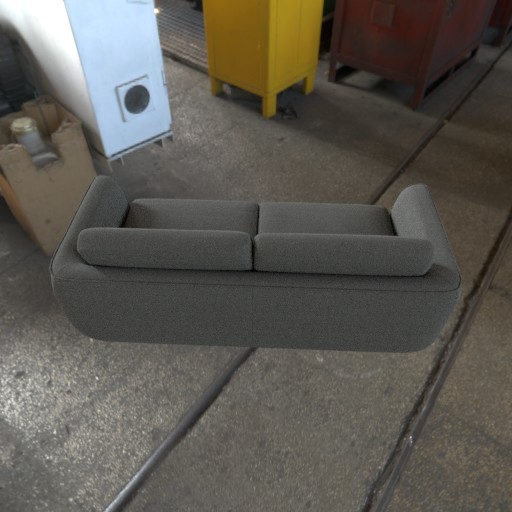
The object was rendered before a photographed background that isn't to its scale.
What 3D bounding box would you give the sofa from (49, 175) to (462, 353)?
[{"bbox_3d":[0.000,0.000,2.483,2.000,0.850,0.920,2,47,2],"label":"sofa"}]
